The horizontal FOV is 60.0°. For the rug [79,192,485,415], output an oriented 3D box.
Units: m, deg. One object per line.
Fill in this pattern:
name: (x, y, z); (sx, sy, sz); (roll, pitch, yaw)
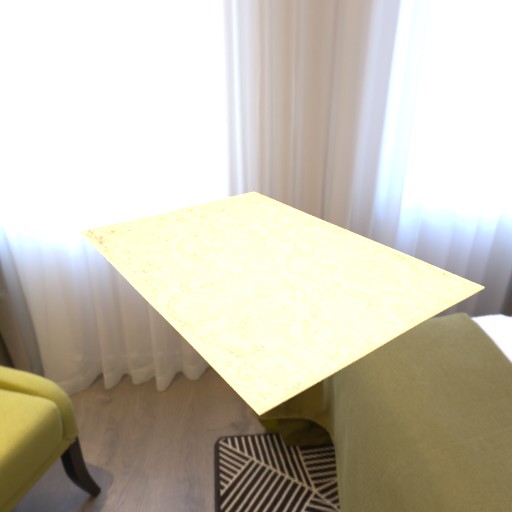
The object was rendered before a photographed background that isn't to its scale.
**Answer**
rug: (0.000, 0.000, 2.875); (1.598, 0.014, 2.202); (-18, 31, -32)
